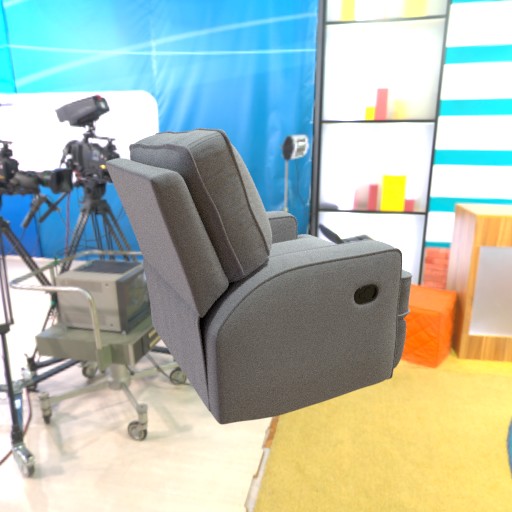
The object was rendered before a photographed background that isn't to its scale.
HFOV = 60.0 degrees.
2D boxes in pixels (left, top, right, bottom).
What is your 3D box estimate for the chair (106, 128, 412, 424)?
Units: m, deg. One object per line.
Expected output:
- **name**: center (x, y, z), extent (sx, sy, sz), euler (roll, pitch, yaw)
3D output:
- **chair**: center (0.000, 0.000, 1.746), extent (0.969, 0.964, 0.861), euler (-8, 17, -26)
